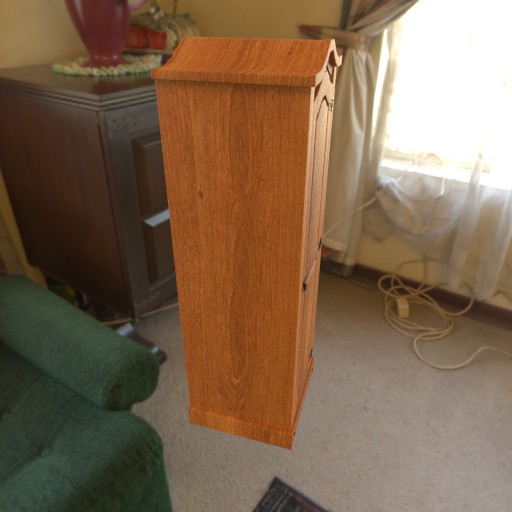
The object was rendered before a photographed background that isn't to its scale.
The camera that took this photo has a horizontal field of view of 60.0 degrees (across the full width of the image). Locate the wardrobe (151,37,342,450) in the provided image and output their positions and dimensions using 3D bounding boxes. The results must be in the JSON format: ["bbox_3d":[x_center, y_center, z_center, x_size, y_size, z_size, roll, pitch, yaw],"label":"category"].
[{"bbox_3d":[0.000,0.000,2.110,0.570,1.870,0.590,9,31,15],"label":"wardrobe"}]
